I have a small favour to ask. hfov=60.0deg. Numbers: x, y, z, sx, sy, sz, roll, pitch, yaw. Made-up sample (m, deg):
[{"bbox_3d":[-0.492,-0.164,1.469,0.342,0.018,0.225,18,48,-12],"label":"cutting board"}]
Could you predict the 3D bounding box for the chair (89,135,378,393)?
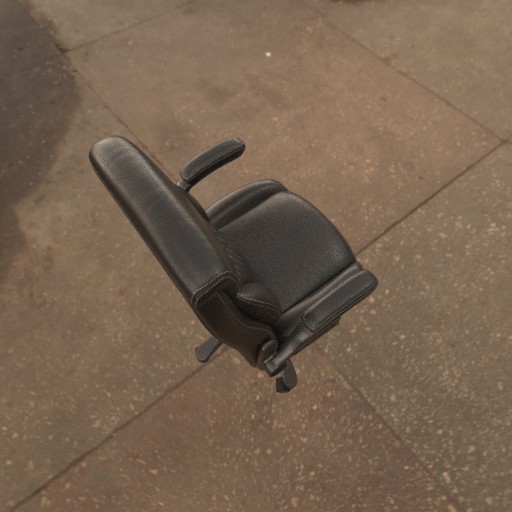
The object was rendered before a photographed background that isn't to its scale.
[{"bbox_3d":[0.000,0.000,1.588,0.724,1.110,0.782,-32,64,-18],"label":"chair"}]
